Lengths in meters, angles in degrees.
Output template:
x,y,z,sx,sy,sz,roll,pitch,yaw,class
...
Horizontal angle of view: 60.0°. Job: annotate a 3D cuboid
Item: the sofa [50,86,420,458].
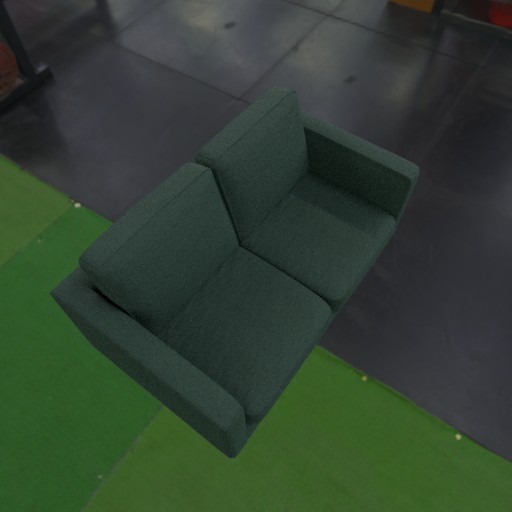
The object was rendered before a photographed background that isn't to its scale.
x,y,z,sx,sy,sz,roll,pitch,yaw,class
0.000,0.000,2.021,0.879,0.899,1.430,32,62,19,sofa
